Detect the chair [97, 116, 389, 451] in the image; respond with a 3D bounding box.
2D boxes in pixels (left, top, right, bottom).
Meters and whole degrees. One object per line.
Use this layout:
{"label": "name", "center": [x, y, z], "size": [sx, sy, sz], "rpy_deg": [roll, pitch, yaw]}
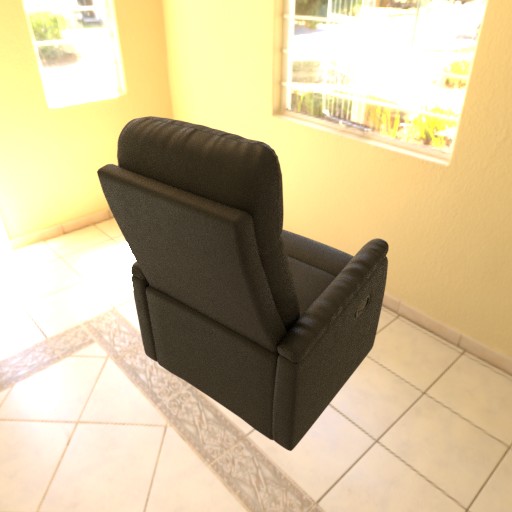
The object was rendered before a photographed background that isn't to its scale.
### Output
{"label": "chair", "center": [0.000, 0.000, 1.637], "size": [0.775, 1.082, 0.831], "rpy_deg": [23, 39, 31]}
